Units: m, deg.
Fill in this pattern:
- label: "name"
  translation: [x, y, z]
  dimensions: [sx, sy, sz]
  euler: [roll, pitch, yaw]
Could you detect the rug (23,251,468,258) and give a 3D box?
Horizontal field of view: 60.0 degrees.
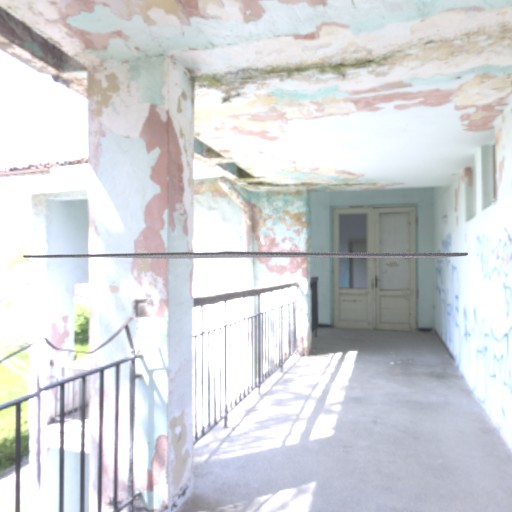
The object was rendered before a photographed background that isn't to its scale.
- label: "rug"
  translation: [0.000, 0.000, 2.210]
  dimensions: [1.789, 0.021, 1.159]
  euler: [0, -1, 19]
